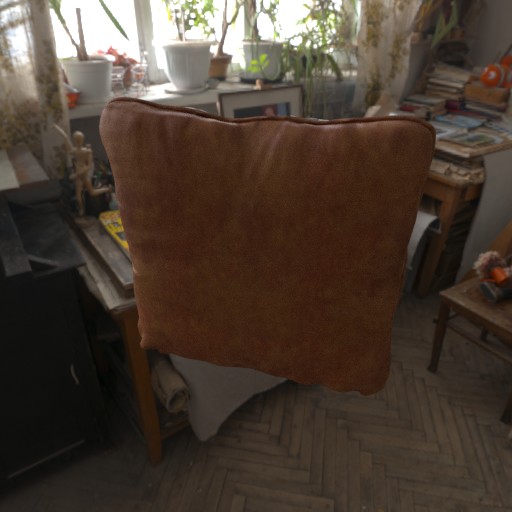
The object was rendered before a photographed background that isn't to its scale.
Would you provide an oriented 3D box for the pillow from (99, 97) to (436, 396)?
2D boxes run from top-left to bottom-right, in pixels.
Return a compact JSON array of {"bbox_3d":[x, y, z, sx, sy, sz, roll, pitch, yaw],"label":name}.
[{"bbox_3d":[0.000,0.000,0.740,0.489,0.490,0.130,9,32,14],"label":"pillow"}]
